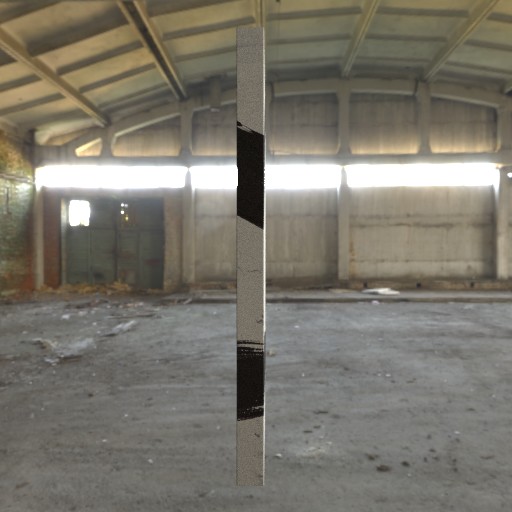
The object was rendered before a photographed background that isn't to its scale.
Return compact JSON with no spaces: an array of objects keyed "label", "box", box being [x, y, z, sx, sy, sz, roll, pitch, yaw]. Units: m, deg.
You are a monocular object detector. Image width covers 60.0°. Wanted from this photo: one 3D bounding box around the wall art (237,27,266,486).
[{"label":"wall art","box":[0.000,0.000,1.120,0.046,0.765,0.765,0,0,1]}]
